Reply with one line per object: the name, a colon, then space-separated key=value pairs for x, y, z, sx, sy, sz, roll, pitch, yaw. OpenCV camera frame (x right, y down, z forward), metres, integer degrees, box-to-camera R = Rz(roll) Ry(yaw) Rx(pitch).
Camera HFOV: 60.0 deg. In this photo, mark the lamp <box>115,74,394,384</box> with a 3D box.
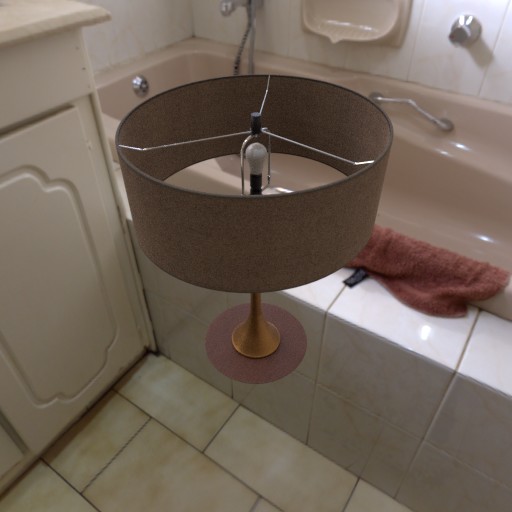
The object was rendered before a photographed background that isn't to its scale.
lamp: x=0.000 y=0.000 z=0.833 sx=0.396 sy=0.551 sz=0.417 roll=26 pitch=47 yaw=27
